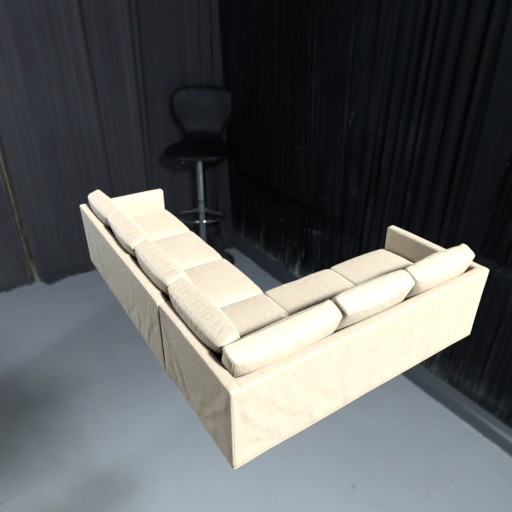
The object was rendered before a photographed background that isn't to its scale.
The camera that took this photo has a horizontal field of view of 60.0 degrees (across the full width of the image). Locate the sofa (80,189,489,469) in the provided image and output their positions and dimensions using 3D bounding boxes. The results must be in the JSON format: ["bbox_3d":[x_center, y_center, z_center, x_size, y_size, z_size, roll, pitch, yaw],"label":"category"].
[{"bbox_3d":[0.000,0.000,4.258,2.432,0.871,3.182,-18,34,-29],"label":"sofa"}]
